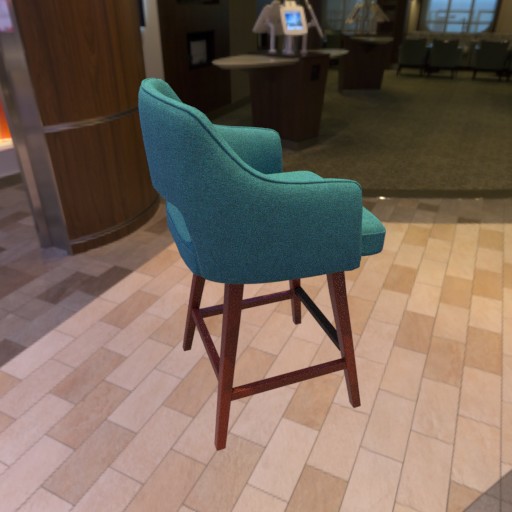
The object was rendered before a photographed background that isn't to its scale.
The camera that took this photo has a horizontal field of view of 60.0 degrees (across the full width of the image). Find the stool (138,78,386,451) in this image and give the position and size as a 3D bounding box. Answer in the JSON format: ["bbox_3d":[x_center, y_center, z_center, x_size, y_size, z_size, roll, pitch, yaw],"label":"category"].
[{"bbox_3d":[0.000,0.000,1.290,0.556,0.961,0.548,-10,31,-17],"label":"stool"}]
